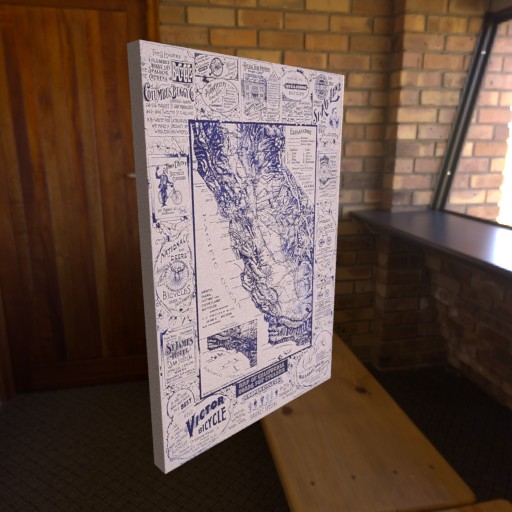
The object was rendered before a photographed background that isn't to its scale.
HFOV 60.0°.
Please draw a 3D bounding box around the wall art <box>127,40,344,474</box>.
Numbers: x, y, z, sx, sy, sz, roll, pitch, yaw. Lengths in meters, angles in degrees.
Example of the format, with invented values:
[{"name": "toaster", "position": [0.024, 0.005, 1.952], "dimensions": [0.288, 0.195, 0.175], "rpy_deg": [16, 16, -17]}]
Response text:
[{"name": "wall art", "position": [0.000, 0.000, 0.928], "dimensions": [0.511, 0.753, 0.039], "rpy_deg": [-13, 19, -42]}]
